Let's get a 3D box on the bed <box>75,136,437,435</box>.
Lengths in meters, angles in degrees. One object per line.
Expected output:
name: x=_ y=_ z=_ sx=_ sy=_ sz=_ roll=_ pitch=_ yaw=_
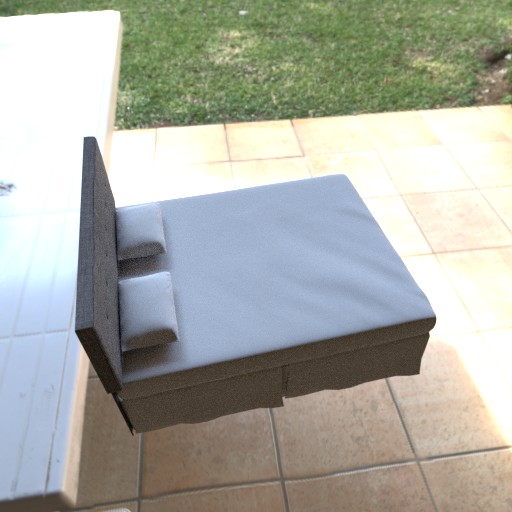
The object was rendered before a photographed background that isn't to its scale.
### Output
bed: x=0.000 y=0.000 z=2.977 sx=1.958 sy=1.168 sz=1.621 roll=-10 pitch=47 yaw=-9
